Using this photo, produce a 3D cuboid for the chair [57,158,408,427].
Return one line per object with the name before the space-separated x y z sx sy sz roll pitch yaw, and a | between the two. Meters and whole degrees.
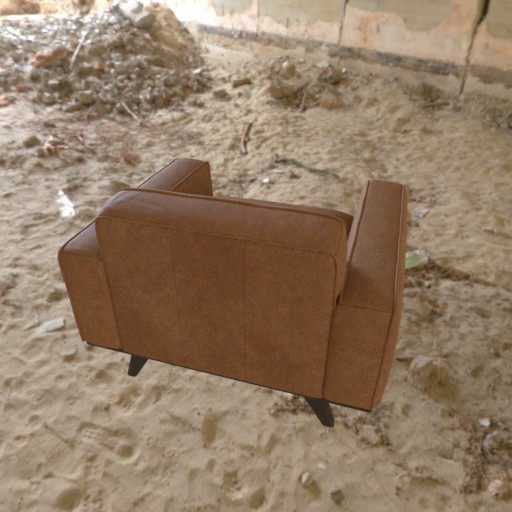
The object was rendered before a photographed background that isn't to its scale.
chair | 0.000 0.000 1.770 1.118 0.782 0.952 9 34 14
